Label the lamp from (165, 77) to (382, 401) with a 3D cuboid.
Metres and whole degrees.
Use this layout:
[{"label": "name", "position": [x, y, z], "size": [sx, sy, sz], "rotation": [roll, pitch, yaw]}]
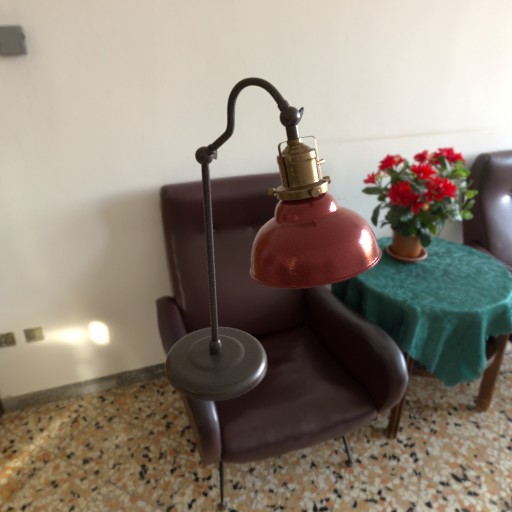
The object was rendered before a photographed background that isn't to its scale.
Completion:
[{"label": "lamp", "position": [0.000, 0.000, 0.677], "size": [0.374, 0.508, 0.192], "rotation": [18, 32, 31]}]
